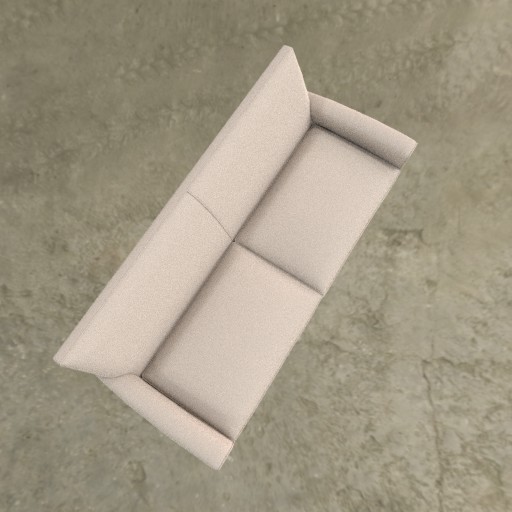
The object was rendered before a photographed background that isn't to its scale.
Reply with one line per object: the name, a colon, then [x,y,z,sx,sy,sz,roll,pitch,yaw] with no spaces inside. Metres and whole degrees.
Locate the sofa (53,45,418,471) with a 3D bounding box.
sofa: [0.000,0.000,2.446,0.875,0.846,2.000,32,78,8]
